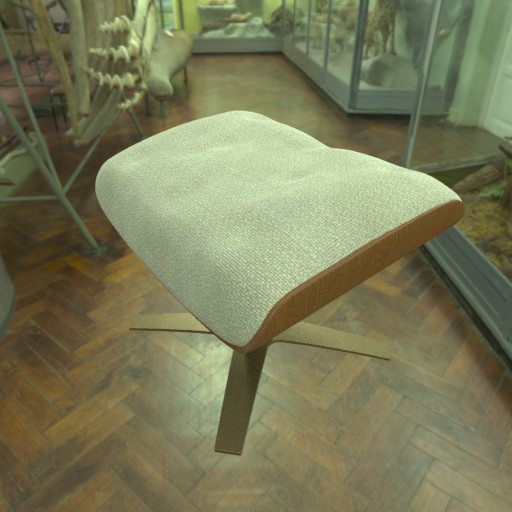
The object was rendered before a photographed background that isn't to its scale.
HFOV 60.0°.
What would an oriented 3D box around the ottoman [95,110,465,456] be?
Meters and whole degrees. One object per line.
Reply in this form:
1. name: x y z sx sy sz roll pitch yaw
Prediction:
1. ottoman: 0.000 0.000 0.783 0.394 0.391 0.520 -21 38 -29
